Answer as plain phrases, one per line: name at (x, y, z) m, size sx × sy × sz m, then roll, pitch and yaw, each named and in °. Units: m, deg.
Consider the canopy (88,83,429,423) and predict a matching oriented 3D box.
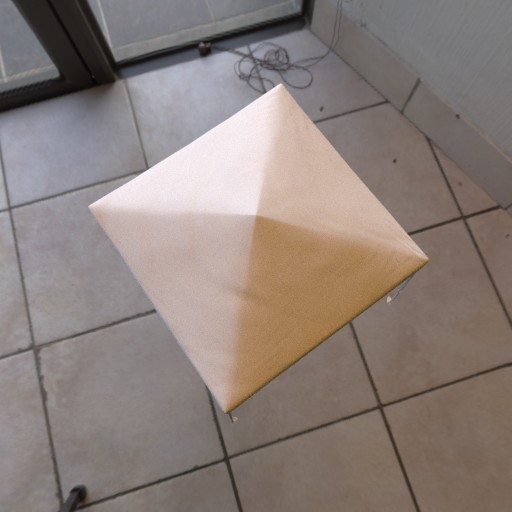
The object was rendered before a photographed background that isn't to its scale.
canopy at (0.000, 0.000, 5.119) m, size 2.848 × 2.849 × 2.849 m, roll -35°, pitch 79°, yaw -8°
